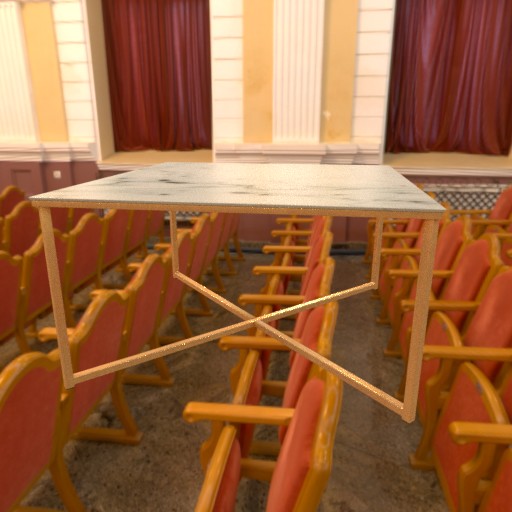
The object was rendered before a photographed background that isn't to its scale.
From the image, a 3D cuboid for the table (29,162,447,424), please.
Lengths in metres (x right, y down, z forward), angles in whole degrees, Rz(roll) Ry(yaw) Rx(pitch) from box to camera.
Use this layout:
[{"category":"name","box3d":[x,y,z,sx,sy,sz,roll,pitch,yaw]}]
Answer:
[{"category":"table","box3d":[0.000,0.000,1.275,0.800,0.450,0.800,3,17,9]}]
